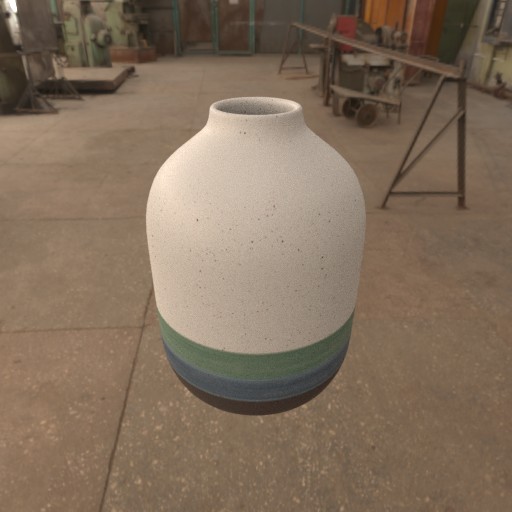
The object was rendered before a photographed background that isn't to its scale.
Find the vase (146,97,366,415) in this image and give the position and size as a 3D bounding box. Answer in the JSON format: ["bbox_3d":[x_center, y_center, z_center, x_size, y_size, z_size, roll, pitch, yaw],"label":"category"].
[{"bbox_3d":[0.000,0.000,0.366,0.169,0.240,0.169,0,30,0],"label":"vase"}]
